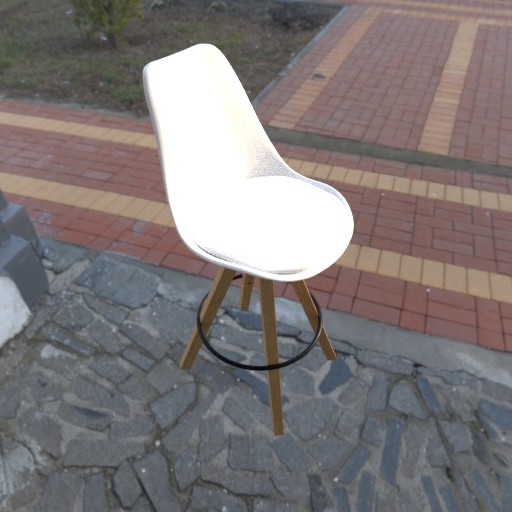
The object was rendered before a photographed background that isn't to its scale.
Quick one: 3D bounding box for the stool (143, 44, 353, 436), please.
[{"bbox_3d":[0.000,0.000,1.386,0.549,1.115,0.482,26,48,26],"label":"stool"}]
